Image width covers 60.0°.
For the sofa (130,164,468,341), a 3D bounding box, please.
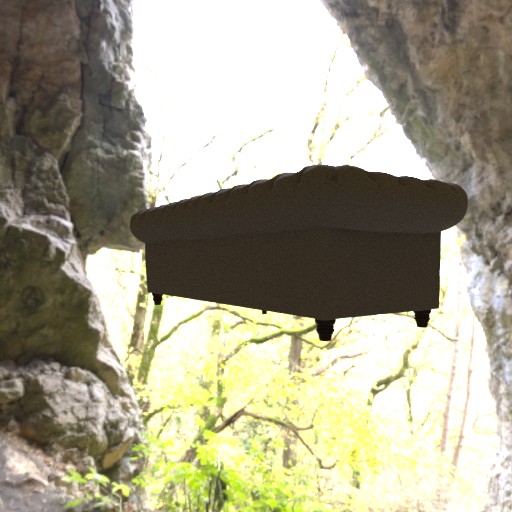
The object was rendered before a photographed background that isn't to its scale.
[{"bbox_3d":[0.000,0.000,3.193,1.076,0.847,2.694,0,-1,-35],"label":"sofa"}]
